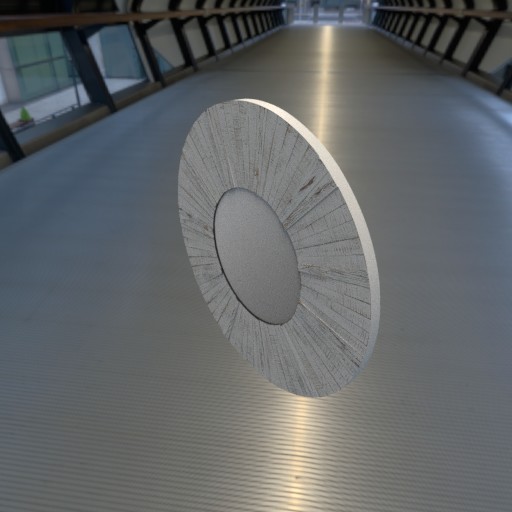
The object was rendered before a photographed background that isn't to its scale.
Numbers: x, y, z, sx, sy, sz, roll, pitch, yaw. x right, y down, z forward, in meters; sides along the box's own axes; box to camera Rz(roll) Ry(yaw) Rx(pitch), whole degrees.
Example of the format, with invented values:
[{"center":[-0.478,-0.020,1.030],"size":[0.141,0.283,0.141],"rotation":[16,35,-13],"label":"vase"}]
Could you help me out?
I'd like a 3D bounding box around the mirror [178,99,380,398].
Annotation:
[{"center":[0.000,0.000,1.363],"size":[0.038,0.914,0.914],"rotation":[-21,37,-32],"label":"mirror"}]
